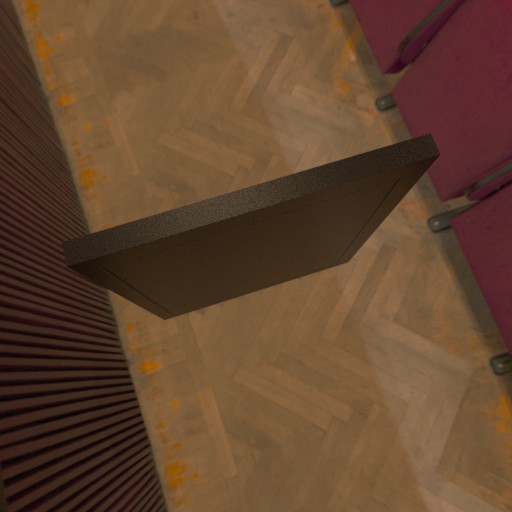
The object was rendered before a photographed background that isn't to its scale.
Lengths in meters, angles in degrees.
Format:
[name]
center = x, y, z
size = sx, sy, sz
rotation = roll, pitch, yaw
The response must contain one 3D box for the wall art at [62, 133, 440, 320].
[wall art]
center = 0.000, 0.000, 0.795
size = 0.461, 0.558, 0.031
rotation = -17, 76, -4
